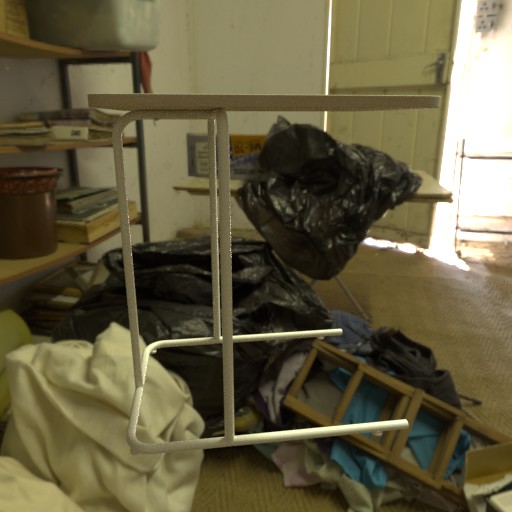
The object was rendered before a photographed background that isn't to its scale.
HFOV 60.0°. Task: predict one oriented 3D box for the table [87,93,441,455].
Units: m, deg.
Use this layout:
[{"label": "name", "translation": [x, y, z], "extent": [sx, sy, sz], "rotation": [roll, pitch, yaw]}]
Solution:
[{"label": "table", "translation": [0.000, 0.000, 0.828], "extent": [0.480, 0.550, 0.370], "rotation": [-2, 17, -8]}]
